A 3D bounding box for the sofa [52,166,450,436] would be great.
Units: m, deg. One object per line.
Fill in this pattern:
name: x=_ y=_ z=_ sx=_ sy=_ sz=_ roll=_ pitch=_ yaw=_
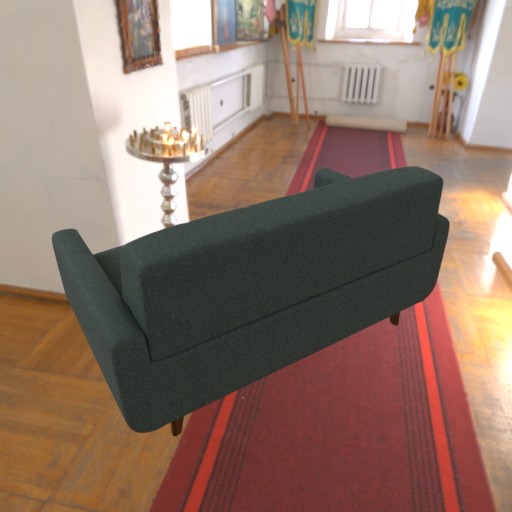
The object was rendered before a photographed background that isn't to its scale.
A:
sofa: x=0.000 y=0.000 z=2.115 sx=1.631 sy=0.841 sz=0.909 roll=-18 pitch=35 yaw=-28
